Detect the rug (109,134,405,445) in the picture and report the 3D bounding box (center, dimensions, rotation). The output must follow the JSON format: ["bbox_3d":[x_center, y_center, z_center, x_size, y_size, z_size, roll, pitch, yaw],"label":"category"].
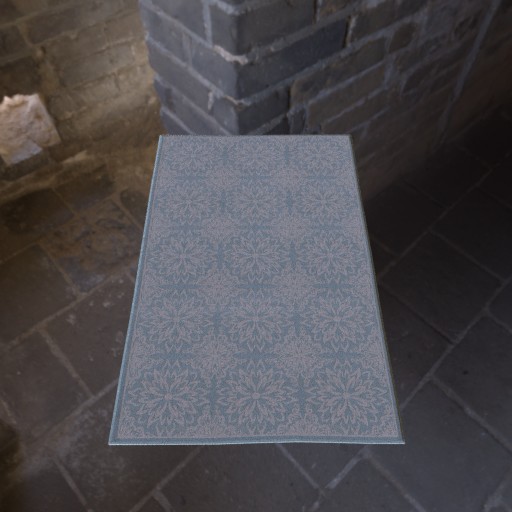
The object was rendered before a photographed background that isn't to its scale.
[{"bbox_3d":[0.000,0.000,3.459,1.819,0.018,2.746,0,57,0],"label":"rug"}]
